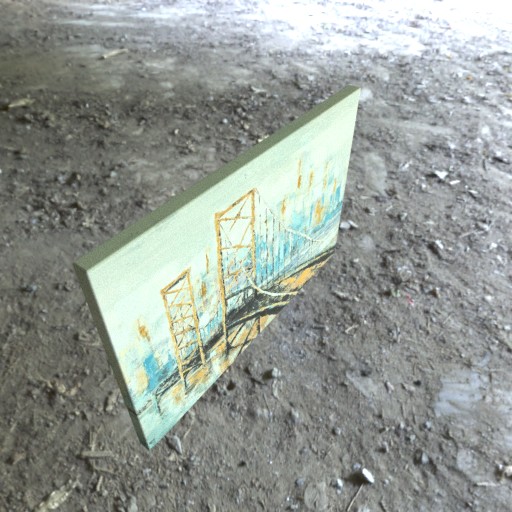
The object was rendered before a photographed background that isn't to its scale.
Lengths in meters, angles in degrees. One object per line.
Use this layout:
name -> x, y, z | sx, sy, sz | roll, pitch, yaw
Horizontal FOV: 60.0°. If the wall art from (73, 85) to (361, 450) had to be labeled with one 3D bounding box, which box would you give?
wall art -> 0.000, 0.000, 1.158 | 0.038, 0.609, 0.913 | 27, 48, 26
